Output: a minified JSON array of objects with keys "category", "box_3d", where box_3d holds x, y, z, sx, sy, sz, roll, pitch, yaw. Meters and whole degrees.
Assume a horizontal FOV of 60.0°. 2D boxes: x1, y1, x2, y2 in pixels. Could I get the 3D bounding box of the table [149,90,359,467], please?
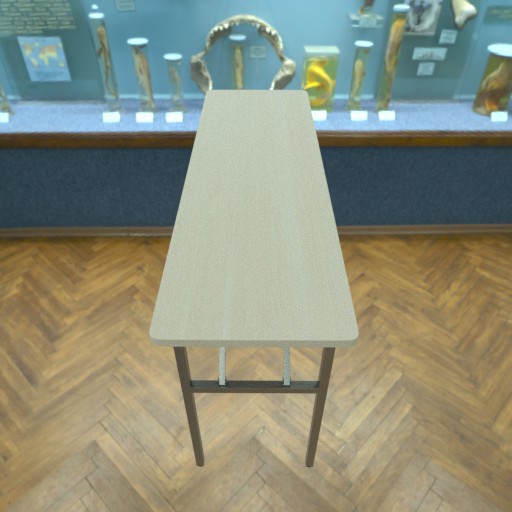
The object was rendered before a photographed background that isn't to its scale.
[{"category":"table","box_3d":[0.000,0.000,1.694,0.446,0.750,1.397,0,41,0]}]
